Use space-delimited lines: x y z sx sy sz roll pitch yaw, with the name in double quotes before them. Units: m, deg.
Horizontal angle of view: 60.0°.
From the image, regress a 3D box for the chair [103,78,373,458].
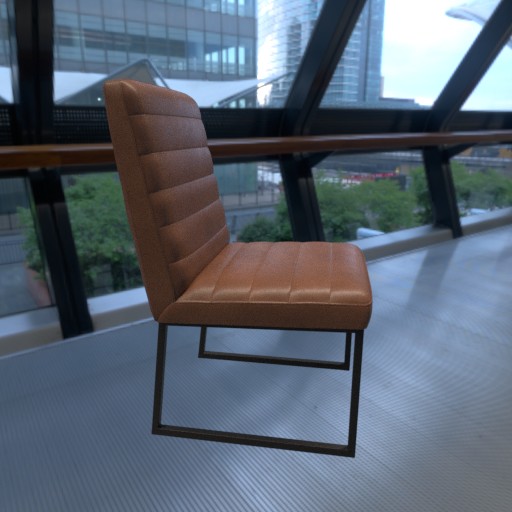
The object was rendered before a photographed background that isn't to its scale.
"chair" 0.000 0.000 1.289 0.634 0.930 0.520 3 16 9
